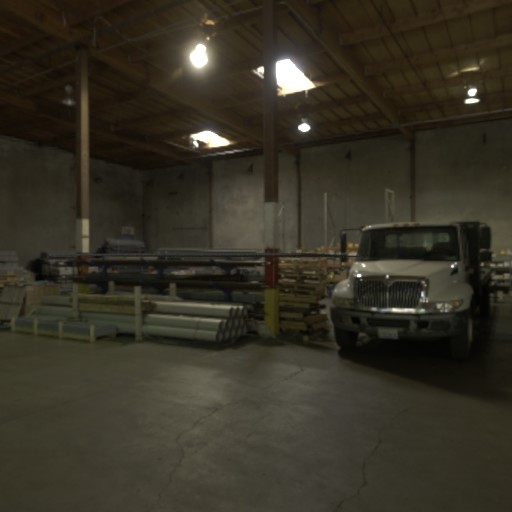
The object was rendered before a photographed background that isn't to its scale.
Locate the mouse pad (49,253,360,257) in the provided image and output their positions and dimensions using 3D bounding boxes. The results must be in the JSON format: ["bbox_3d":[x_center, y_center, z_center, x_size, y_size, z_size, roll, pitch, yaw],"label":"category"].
[{"bbox_3d":[0.000,0.000,1.065,0.424,0.003,0.907,0,0,18],"label":"mouse pad"}]
